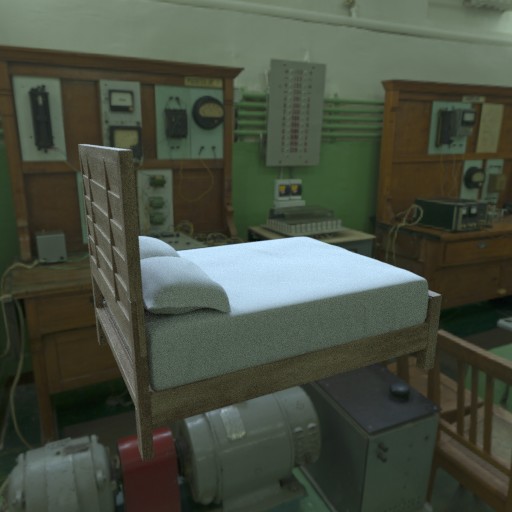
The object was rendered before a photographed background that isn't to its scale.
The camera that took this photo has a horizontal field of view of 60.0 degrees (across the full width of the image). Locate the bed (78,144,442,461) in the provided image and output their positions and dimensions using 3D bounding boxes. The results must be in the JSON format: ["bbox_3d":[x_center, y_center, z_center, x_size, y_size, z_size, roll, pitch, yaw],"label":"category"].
[{"bbox_3d":[0.000,0.000,3.346,2.197,1.626,1.626,-8,17,-26],"label":"bed"}]
